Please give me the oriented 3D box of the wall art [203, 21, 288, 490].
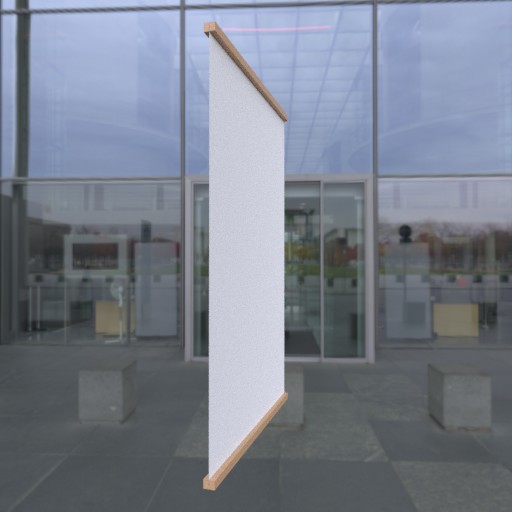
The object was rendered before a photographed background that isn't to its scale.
[{"bbox_3d":[0.000,0.000,0.771,0.016,0.611,0.401,0,0,18],"label":"wall art"}]
